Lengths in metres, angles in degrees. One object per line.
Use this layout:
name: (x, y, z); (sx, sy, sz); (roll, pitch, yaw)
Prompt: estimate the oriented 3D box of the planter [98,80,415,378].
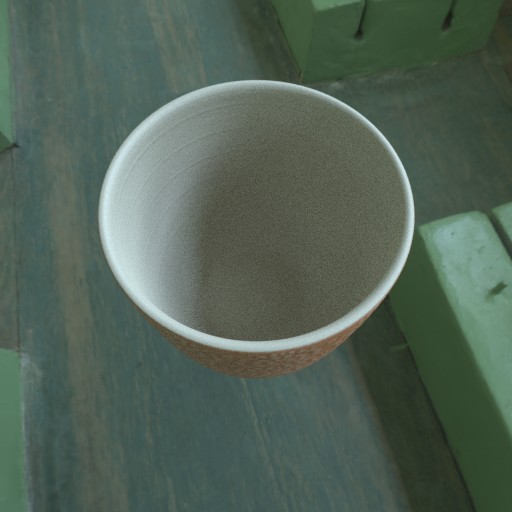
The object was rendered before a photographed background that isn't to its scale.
planter: (0.000, 0.000, 0.378); (0.208, 0.190, 0.208); (0, 65, 0)
